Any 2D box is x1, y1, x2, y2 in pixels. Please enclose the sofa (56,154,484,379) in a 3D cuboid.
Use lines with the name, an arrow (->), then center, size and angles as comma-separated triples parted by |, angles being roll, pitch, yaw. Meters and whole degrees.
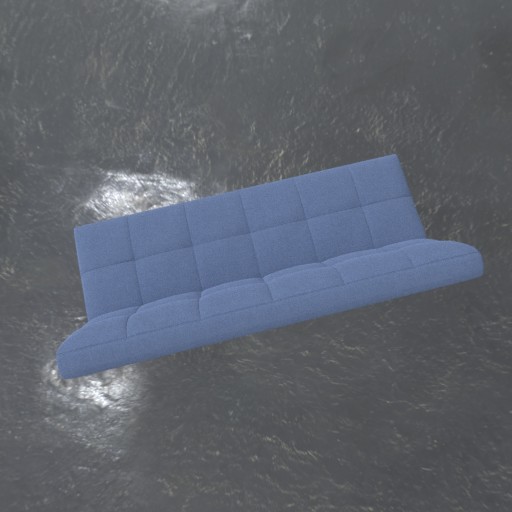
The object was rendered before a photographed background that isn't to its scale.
sofa -> 0.000, 0.000, 2.227 | 1.800, 0.800, 0.796 | -13, 76, -3
